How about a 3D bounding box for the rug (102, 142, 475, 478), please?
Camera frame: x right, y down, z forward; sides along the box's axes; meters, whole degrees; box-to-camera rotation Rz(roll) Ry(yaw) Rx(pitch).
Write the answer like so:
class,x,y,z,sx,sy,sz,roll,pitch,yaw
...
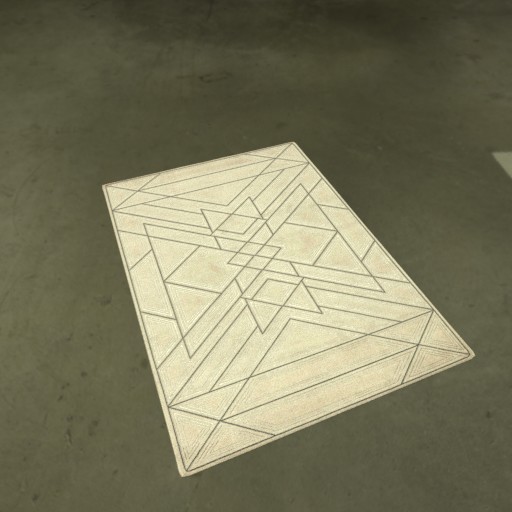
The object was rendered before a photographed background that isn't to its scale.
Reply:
class,x,y,z,sx,sy,sz,roll,pitch,yaw
rug,0.000,0.000,4.297,2.436,0.026,3.381,-16,49,-15
